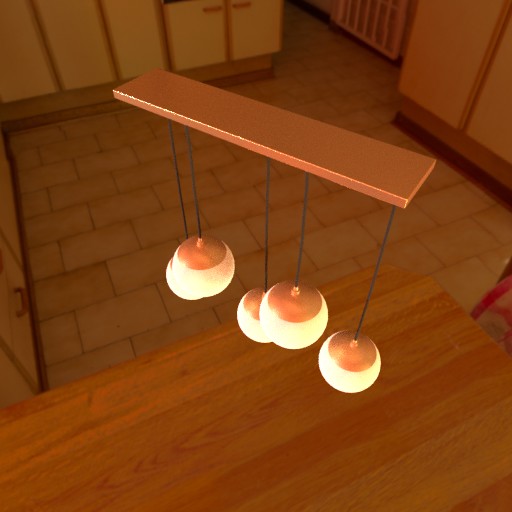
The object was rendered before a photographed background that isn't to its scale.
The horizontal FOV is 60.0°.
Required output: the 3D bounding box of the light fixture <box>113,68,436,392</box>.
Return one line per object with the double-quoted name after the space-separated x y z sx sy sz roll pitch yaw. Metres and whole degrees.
0.000 0.000 1.303 0.863 0.869 0.299 26 51 23 "light fixture"
